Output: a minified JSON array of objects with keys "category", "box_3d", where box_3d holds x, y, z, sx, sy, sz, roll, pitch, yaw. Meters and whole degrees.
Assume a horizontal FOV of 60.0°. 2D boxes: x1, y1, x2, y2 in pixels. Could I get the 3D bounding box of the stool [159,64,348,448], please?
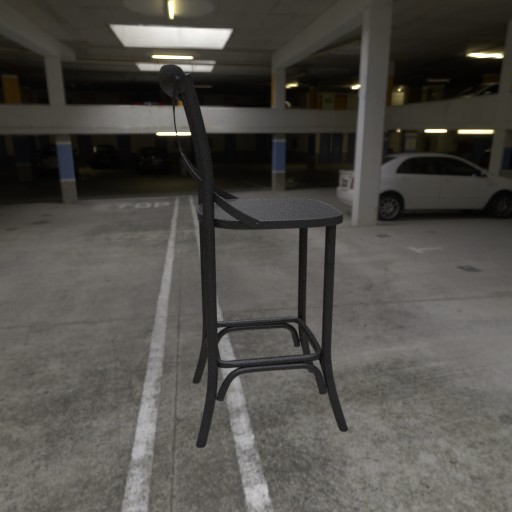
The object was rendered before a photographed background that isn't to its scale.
[{"category":"stool","box_3d":[0.000,0.000,1.511,0.584,1.168,0.457,-3,16,-9]}]
